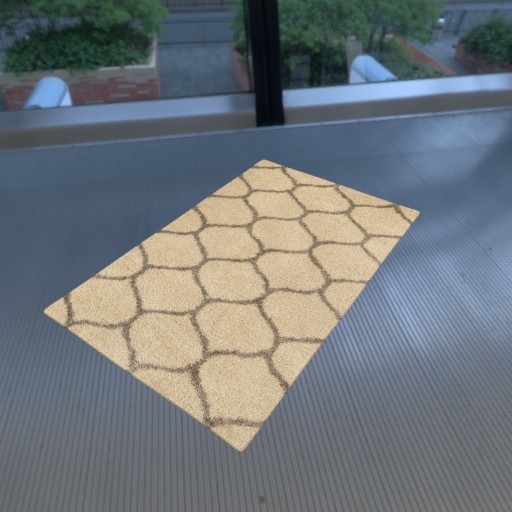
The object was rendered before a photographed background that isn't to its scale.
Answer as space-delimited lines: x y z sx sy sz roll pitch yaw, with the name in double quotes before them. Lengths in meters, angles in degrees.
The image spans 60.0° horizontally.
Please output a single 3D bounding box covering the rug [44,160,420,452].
"rug" 0.000 0.000 3.076 1.501 0.024 2.348 24 46 26
